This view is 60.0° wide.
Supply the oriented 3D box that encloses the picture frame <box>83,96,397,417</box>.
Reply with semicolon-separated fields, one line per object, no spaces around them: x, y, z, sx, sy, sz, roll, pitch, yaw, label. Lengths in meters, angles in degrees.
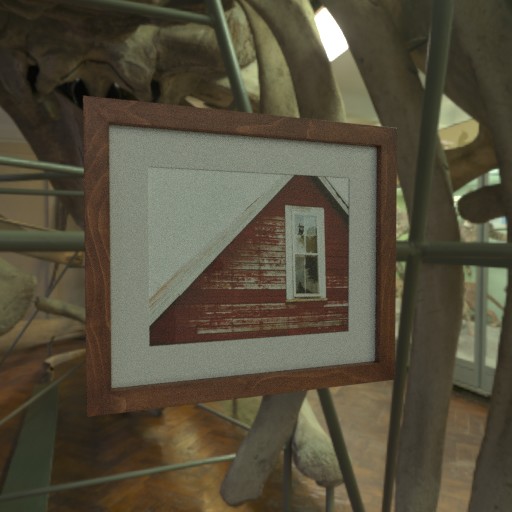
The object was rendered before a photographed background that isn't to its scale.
0.000;0.000;0.530;0.381;0.330;0.025;-1;2;-19;picture frame
